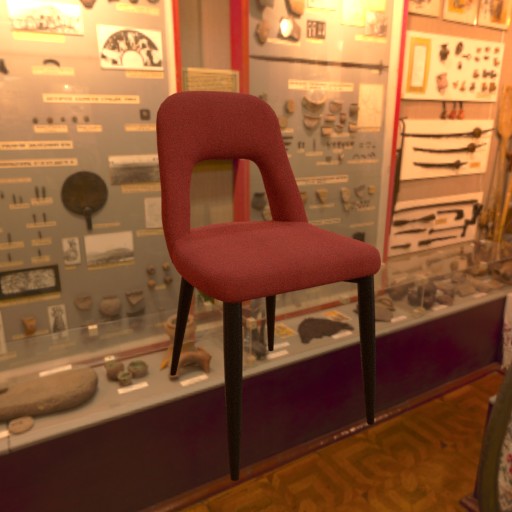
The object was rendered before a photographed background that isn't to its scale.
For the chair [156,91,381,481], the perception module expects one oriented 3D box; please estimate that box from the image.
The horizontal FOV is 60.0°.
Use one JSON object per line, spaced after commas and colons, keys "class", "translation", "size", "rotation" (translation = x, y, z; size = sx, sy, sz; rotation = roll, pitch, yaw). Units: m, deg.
{"class": "chair", "translation": [0.000, 0.000, 1.230], "size": [0.483, 0.892, 0.569], "rotation": [-9, 18, -28]}
